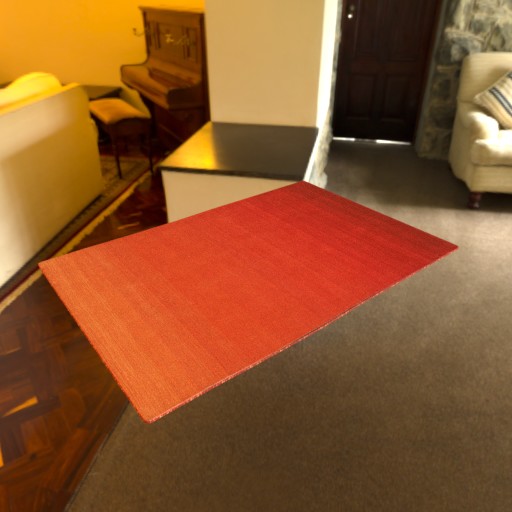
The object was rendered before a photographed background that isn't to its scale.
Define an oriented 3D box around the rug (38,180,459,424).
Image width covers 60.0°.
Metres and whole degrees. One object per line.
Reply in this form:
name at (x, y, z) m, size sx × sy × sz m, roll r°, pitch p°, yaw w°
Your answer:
rug at (0.000, 0.000, 2.302) m, size 1.835 × 0.018 × 1.230 m, roll -22°, pitch 37°, yaw -32°
